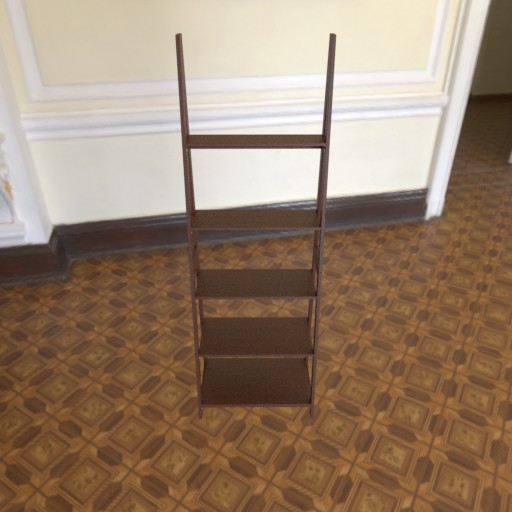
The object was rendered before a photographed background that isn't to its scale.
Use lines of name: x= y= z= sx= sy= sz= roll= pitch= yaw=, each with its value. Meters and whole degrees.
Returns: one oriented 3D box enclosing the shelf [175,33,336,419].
shelf: x=0.000 y=0.000 z=1.996 sx=0.600 sy=1.770 sz=0.350 roll=0 pitch=31 yaw=0
